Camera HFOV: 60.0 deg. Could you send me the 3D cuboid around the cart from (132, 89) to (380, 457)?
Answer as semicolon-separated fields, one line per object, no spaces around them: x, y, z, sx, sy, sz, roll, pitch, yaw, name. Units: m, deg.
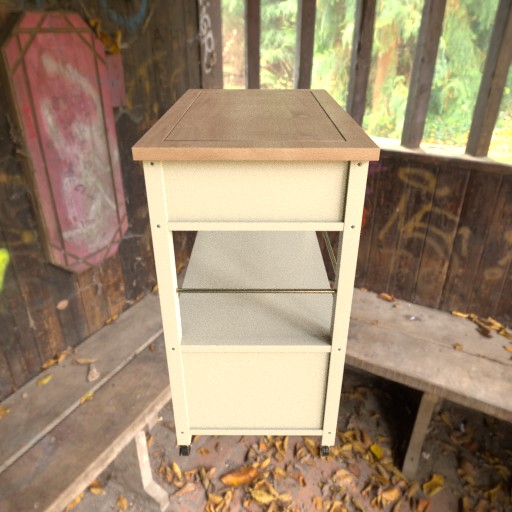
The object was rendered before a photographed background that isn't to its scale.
0.000;0.000;1.395;0.459;0.901;0.840;0;28;0;cart
